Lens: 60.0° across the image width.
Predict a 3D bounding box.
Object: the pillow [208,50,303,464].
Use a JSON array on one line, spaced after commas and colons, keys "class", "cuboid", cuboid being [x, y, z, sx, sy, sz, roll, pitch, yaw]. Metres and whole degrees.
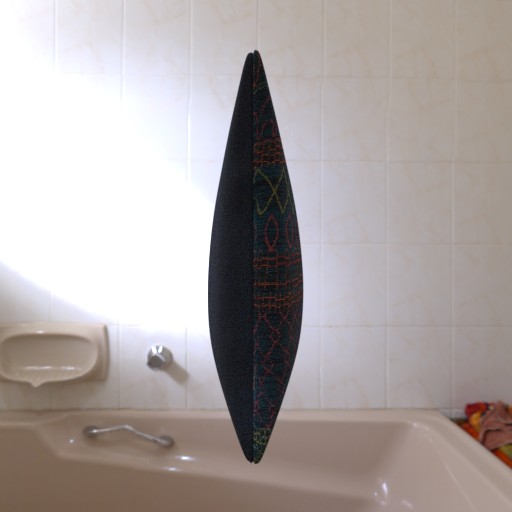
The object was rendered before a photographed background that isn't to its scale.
[{"class": "pillow", "cuboid": [0.000, 0.000, 0.670, 0.141, 0.431, 0.431, 0, 0, 1]}]
